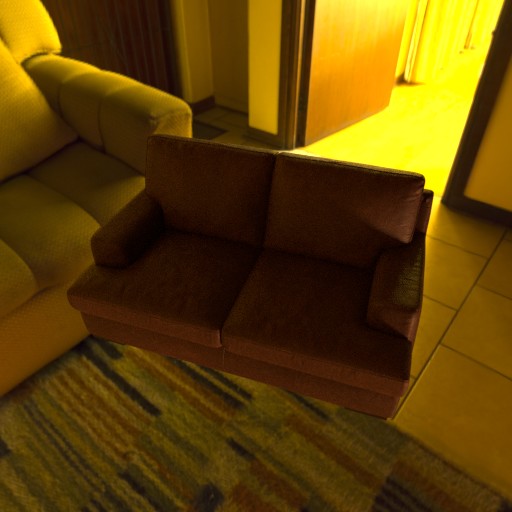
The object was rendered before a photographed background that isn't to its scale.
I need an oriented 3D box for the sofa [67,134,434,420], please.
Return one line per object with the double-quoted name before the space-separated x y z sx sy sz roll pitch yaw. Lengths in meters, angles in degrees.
"sofa" 0.000 0.000 2.553 1.880 0.939 1.143 12 41 14
